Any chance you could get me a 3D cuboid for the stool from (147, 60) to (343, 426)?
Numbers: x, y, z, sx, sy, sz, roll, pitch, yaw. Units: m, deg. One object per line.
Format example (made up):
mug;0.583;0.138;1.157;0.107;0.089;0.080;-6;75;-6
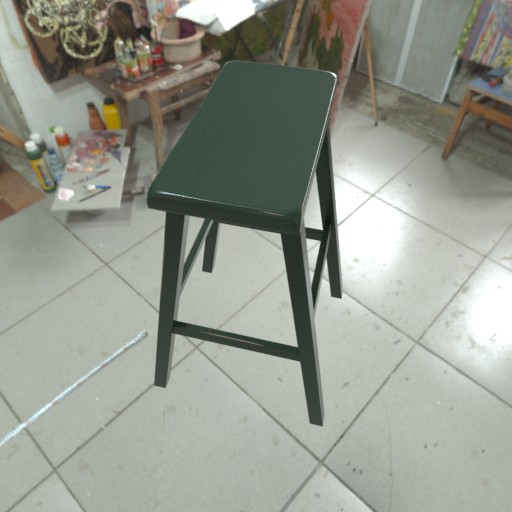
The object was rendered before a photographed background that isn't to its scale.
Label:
stool;0.000;0.000;1.073;0.476;0.737;0.457;11;50;9
